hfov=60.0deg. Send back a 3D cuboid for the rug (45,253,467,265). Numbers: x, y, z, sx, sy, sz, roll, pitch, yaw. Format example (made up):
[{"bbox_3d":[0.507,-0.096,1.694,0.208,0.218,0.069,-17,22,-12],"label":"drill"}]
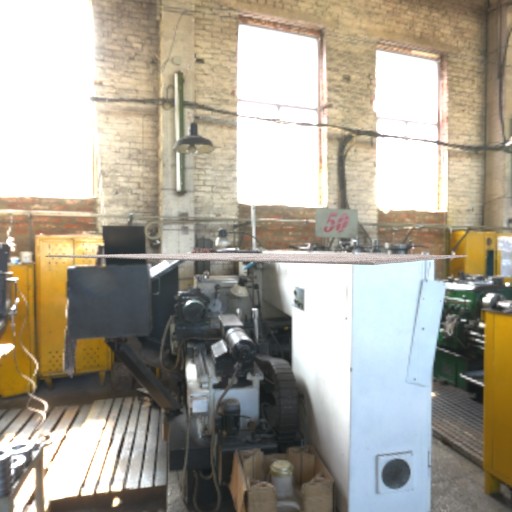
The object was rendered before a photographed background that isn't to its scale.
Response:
[{"bbox_3d":[0.000,0.000,4.344,3.357,0.019,2.449,1,1,36],"label":"rug"}]
